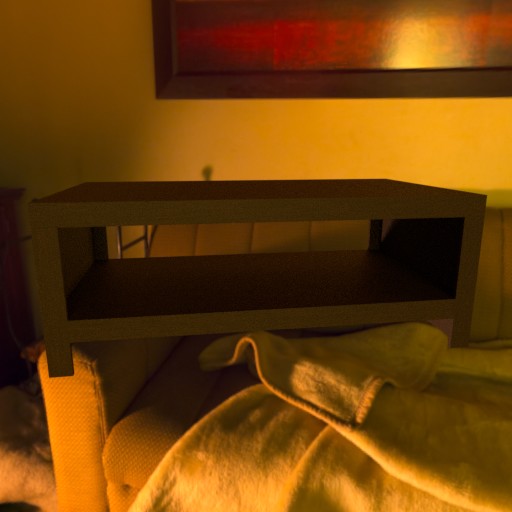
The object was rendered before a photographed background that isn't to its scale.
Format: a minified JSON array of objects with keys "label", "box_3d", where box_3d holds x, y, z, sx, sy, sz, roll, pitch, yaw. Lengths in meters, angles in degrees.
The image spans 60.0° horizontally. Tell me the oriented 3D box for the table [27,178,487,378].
[{"label":"table","box_3d":[0.000,0.000,1.383,1.099,0.424,0.597,-2,14,-9]}]
